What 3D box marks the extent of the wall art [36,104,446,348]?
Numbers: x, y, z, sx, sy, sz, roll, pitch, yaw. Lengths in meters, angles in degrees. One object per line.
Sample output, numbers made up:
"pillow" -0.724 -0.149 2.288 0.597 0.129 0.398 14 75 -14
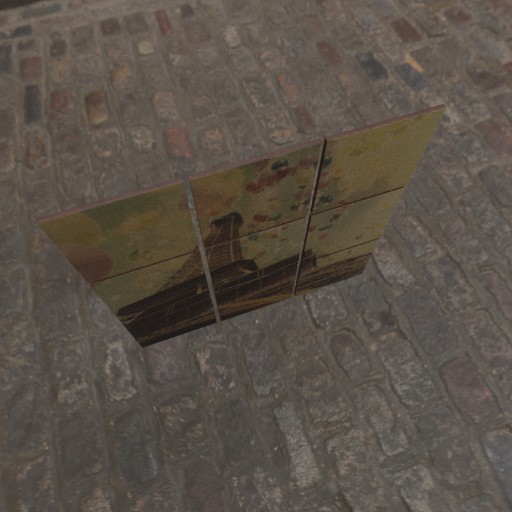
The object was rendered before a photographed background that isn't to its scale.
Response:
"wall art" 0.000 0.000 1.844 1.256 1.246 0.017 -18 64 -9
